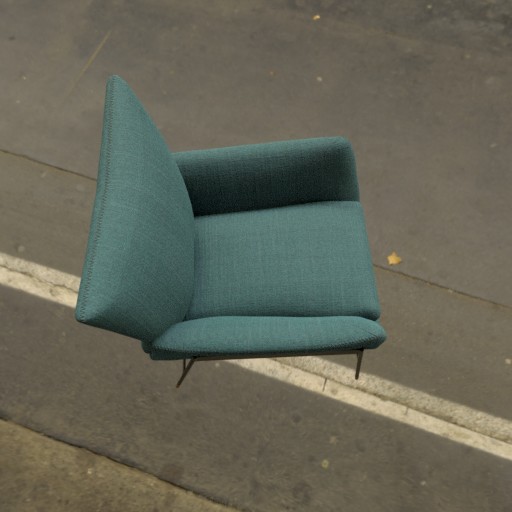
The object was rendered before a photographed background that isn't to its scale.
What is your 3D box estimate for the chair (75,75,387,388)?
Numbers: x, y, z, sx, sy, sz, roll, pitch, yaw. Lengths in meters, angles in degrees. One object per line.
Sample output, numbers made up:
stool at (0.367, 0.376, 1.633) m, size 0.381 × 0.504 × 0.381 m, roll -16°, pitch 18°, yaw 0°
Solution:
chair at (0.000, 0.000, 1.392) m, size 0.769 × 0.859 × 0.678 m, roll -2°, pitch 64°, yaw -1°
